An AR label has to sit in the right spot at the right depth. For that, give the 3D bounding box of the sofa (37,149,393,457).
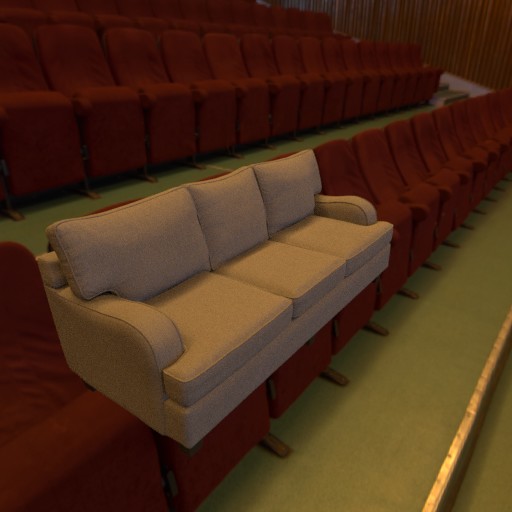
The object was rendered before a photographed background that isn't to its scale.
[{"bbox_3d":[0.000,0.000,2.856,1.016,0.991,2.323,17,29,33],"label":"sofa"}]
